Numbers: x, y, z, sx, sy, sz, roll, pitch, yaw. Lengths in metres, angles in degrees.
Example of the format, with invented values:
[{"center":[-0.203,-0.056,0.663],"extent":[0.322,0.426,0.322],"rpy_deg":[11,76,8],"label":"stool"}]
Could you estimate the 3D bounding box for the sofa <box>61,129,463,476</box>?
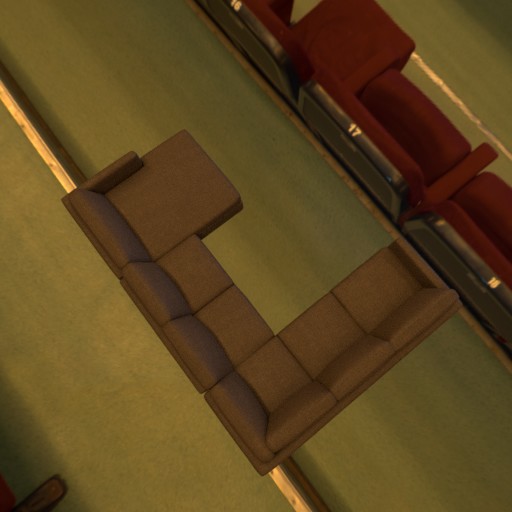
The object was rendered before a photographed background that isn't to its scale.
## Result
[{"center":[0.000,0.000,4.766],"extent":[2.594,0.961,3.460],"rpy_deg":[-37,79,-8],"label":"sofa"}]
